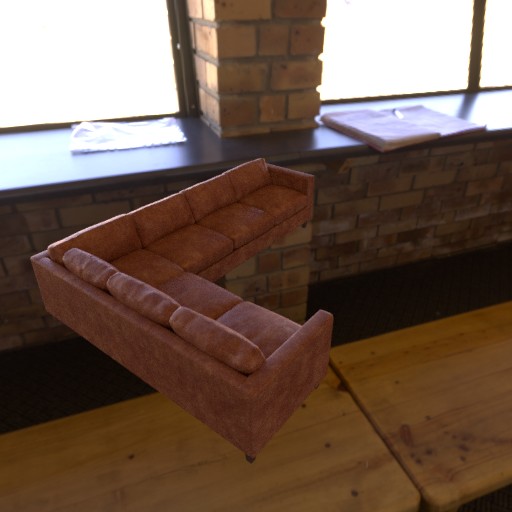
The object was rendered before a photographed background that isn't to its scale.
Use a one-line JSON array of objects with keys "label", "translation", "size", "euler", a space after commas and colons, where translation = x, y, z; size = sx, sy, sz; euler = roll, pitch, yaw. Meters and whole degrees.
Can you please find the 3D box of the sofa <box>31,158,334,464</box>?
[{"label": "sofa", "translation": [0.000, 0.000, 4.328], "size": [2.438, 0.838, 3.150], "euler": [22, 37, 32]}]
